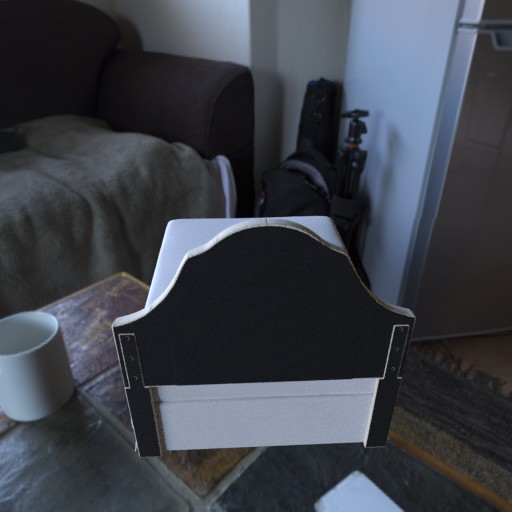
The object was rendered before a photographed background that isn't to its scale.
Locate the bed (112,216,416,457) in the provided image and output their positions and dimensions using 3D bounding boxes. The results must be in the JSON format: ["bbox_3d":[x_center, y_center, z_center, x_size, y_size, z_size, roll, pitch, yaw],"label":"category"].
[{"bbox_3d":[0.000,0.000,3.224,1.627,1.575,2.092,-1,31,-2],"label":"bed"}]
